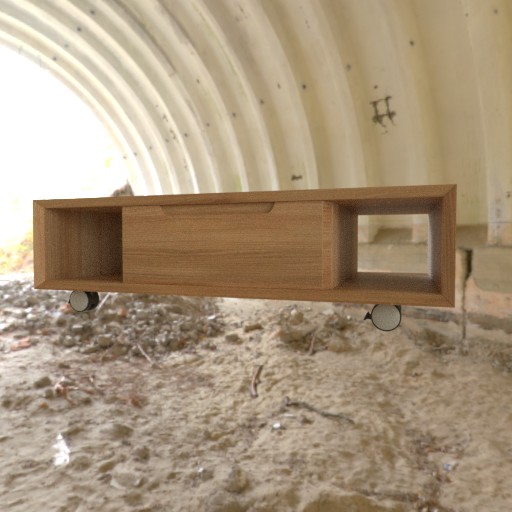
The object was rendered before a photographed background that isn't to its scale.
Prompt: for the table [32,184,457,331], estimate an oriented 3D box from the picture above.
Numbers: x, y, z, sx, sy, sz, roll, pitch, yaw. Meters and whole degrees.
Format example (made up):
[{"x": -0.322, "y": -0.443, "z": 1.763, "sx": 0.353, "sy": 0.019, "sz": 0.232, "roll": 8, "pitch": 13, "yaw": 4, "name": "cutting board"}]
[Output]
[{"x": 0.000, "y": 0.000, "z": 1.417, "sx": 1.100, "sy": 0.330, "sz": 0.700, "roll": 1, "pitch": 2, "yaw": 19, "name": "table"}]
